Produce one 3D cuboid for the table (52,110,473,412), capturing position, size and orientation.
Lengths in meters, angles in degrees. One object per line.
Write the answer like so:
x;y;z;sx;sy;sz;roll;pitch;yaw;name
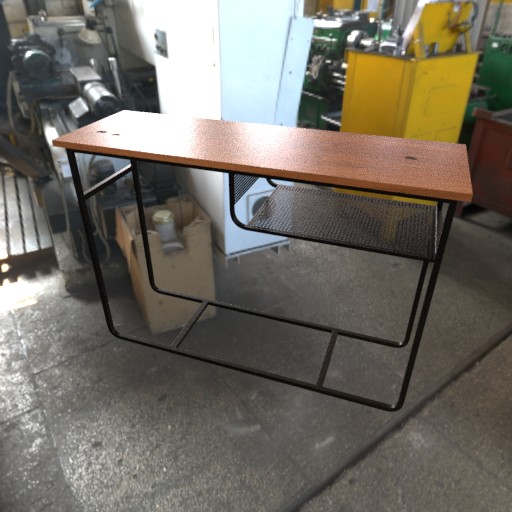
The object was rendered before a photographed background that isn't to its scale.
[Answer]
0.000;0.000;1.435;1.100;0.750;0.350;11;34;16;table
